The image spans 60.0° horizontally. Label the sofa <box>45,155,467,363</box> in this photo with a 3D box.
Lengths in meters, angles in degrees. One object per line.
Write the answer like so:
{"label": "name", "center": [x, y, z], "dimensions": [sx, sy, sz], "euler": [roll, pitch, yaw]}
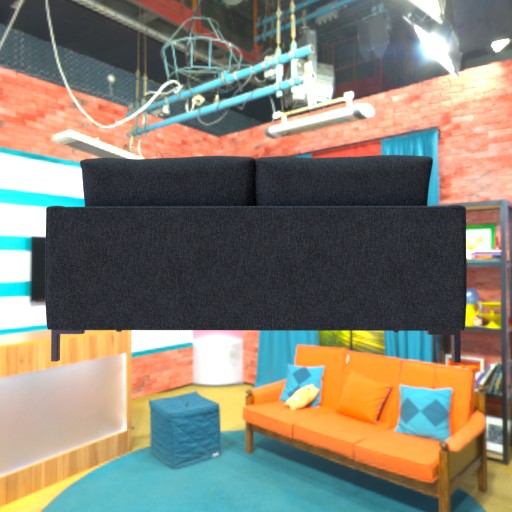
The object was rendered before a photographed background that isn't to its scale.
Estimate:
{"label": "sofa", "center": [0.000, 0.000, 2.191], "dimensions": [1.716, 0.862, 0.866], "euler": [0, -1, 1]}
